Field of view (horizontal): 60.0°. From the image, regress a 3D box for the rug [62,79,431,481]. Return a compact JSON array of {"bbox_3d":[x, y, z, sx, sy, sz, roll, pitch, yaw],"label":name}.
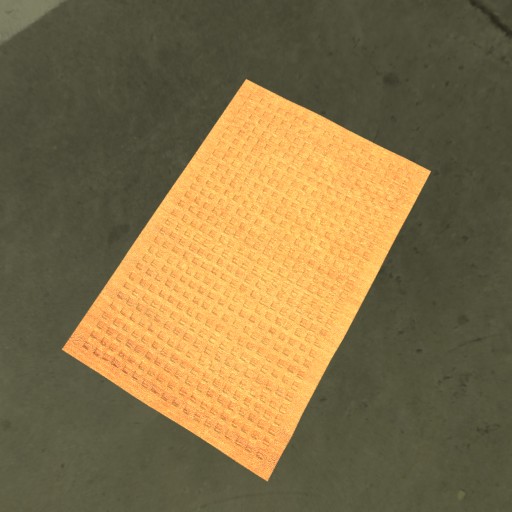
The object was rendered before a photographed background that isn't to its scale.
[{"bbox_3d":[0.000,0.000,2.247,1.143,0.006,1.747,29,77,7],"label":"rug"}]
